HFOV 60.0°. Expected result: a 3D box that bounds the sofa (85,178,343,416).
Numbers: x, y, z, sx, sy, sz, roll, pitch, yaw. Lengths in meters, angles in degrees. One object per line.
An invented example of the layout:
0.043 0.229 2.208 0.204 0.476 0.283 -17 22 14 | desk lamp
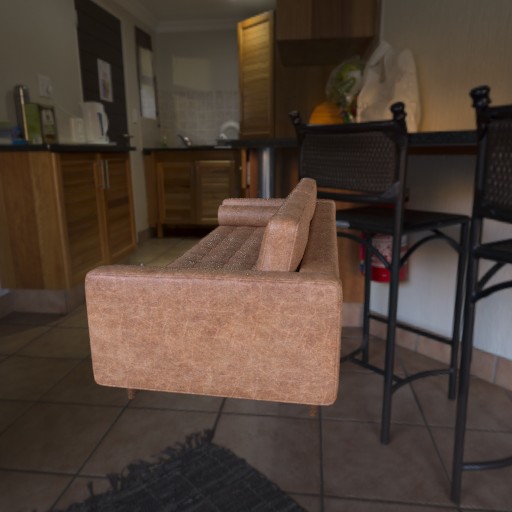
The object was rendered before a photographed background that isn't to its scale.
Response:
0.000 0.000 2.563 0.919 0.770 2.200 2 14 9 | sofa
